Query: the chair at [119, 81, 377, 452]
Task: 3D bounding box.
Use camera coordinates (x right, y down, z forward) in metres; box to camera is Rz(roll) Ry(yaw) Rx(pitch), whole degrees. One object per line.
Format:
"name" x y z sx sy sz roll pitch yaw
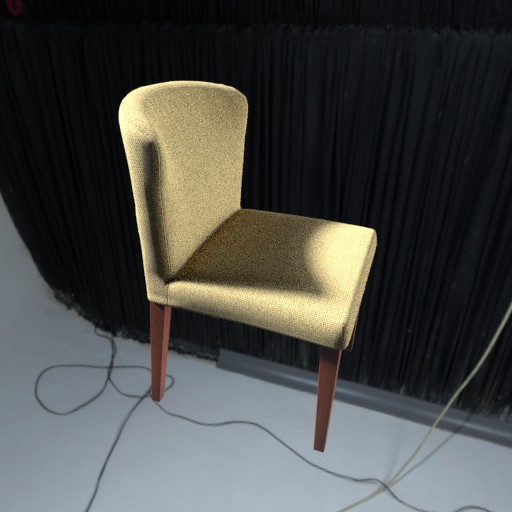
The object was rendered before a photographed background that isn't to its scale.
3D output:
"chair" 0.000 0.000 1.194 0.589 0.839 0.491 11 32 17
